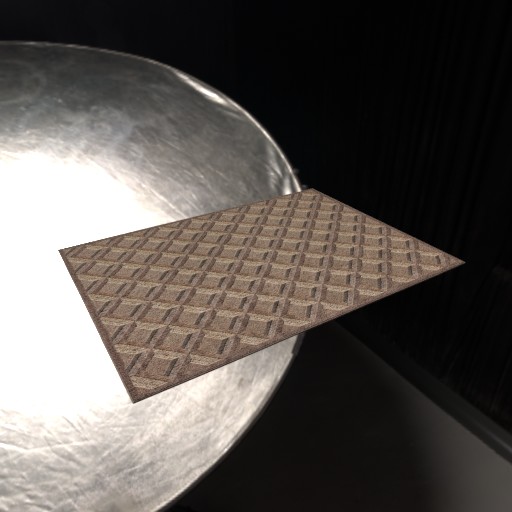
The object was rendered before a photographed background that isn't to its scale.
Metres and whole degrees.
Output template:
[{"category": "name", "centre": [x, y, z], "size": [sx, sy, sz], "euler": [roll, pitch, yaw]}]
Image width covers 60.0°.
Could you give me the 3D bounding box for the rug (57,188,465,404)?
[{"category": "rug", "centre": [0.000, 0.000, 4.395], "size": [3.294, 0.018, 2.382], "euler": [-17, 33, -28]}]
